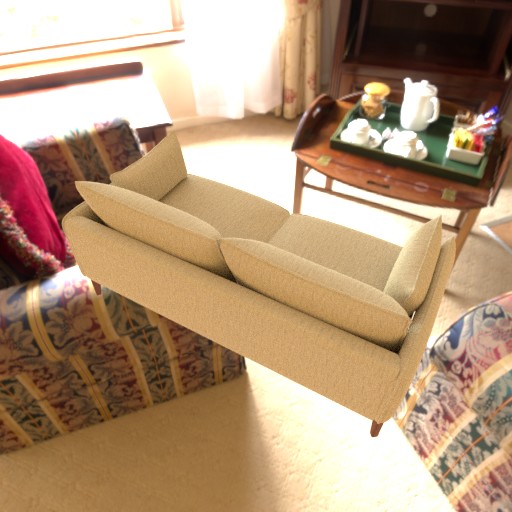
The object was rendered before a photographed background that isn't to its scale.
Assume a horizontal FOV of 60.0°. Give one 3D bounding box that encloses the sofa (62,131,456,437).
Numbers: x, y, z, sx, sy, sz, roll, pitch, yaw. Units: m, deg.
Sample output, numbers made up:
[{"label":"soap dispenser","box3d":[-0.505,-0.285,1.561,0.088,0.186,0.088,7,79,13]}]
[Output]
[{"label":"sofa","box3d":[0.000,0.000,2.524,1.989,0.860,0.991,22,49,21]}]
